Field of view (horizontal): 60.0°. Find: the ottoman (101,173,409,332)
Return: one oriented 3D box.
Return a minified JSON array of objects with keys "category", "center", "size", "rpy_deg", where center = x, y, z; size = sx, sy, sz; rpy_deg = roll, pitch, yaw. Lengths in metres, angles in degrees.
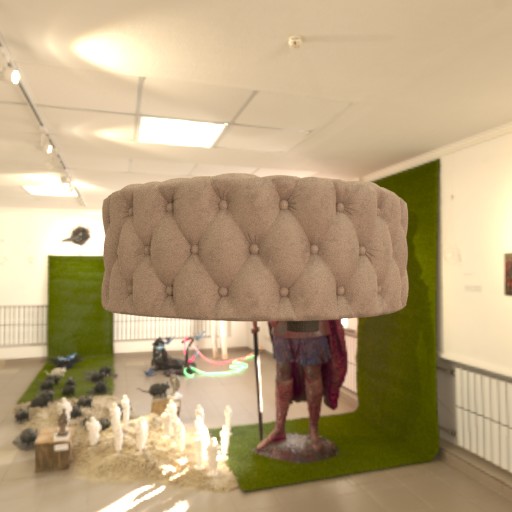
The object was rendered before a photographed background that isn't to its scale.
[{"category":"ottoman","center":[0.000,0.000,1.518],"size":[0.998,0.399,0.998],"rpy_deg":[0,-1,0]}]
